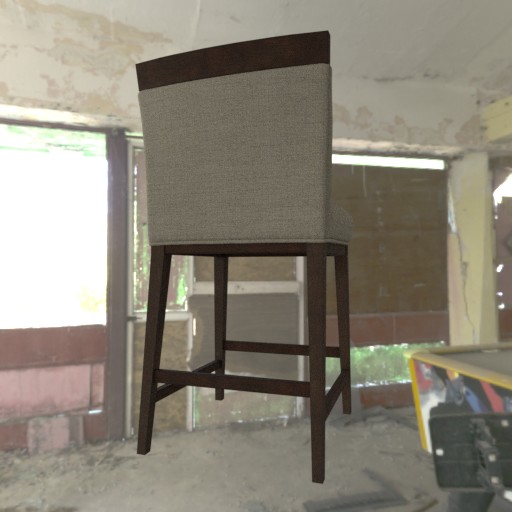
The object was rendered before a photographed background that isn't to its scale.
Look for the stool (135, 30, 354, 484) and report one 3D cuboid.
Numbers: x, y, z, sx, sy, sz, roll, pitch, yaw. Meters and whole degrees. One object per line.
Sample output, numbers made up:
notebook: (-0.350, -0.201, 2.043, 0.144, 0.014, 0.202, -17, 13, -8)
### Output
stool: (0.000, 0.000, 1.287, 0.512, 1.009, 0.531, 0, -1, 19)
